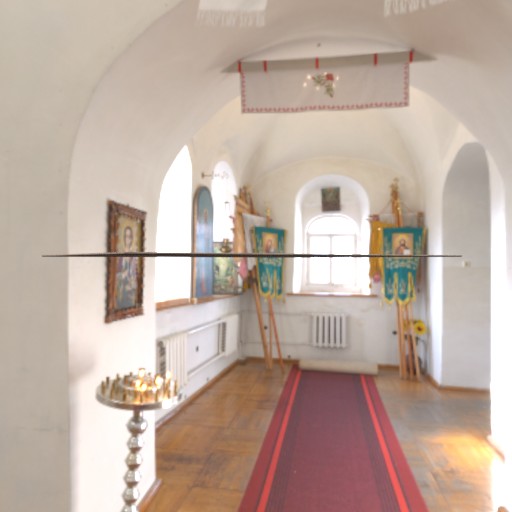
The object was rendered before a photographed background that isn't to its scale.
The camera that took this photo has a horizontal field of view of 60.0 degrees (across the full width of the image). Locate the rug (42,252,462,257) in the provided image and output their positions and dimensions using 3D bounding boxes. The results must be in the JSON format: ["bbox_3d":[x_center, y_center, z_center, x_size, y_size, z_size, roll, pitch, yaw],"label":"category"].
[{"bbox_3d":[0.000,0.000,2.313,1.829,0.008,1.219,0,-1,-36],"label":"rug"}]
